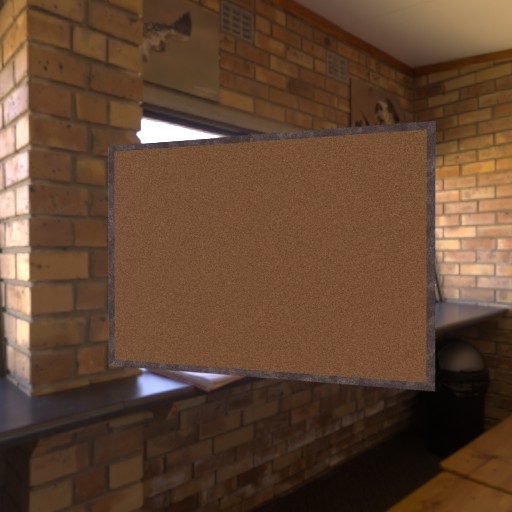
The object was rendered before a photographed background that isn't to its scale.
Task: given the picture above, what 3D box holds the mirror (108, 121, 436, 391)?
[{"bbox_3d":[0.000,0.000,1.463,1.101,0.795,0.022,0,0,16],"label":"mirror"}]
